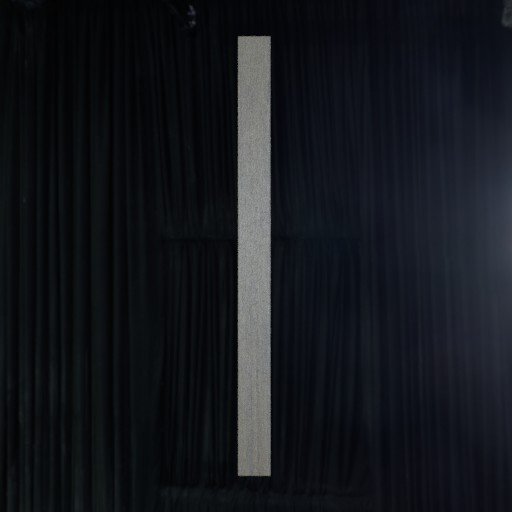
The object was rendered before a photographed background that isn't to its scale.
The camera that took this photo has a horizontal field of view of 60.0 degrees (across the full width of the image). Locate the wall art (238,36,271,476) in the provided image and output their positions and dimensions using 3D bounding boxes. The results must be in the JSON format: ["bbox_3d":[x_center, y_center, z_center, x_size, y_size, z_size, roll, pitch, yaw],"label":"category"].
[{"bbox_3d":[0.000,0.000,0.764,0.037,0.507,0.507,0,0,0],"label":"wall art"}]
